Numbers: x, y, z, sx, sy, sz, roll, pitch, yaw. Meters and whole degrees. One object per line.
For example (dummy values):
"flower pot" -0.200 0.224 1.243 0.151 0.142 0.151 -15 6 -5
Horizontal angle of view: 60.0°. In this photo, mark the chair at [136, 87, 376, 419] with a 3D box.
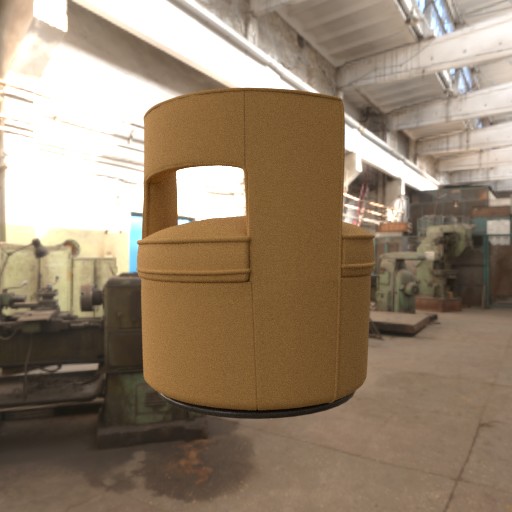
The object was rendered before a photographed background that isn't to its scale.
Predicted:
"chair" 0.000 0.000 1.251 0.650 0.723 0.665 0 0 35
